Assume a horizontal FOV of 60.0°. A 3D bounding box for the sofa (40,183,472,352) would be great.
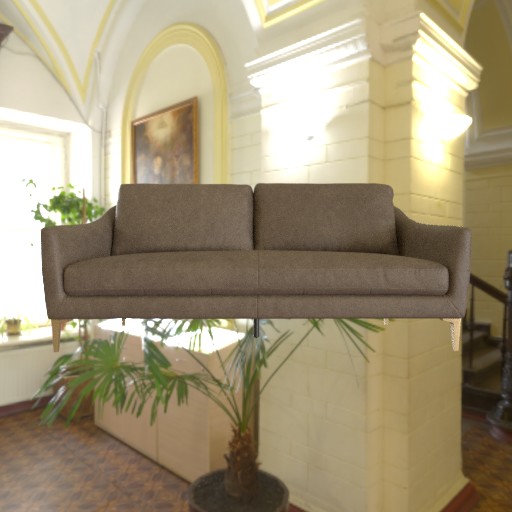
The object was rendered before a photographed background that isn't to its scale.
[{"bbox_3d":[0.000,0.000,2.537,2.036,0.902,0.960,0,1,-1],"label":"sofa"}]
